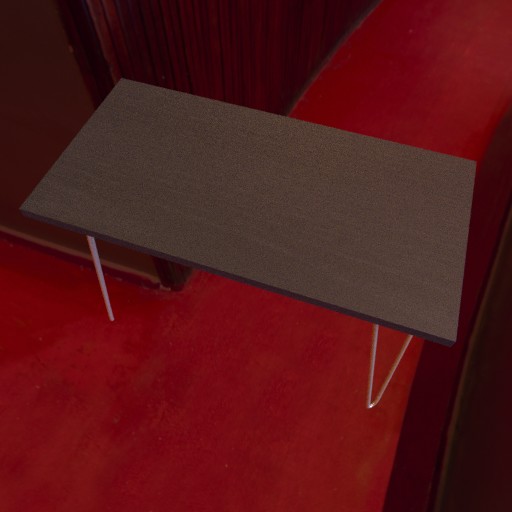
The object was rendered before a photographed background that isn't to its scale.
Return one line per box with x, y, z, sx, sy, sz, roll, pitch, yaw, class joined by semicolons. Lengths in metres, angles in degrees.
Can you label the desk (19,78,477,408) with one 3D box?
0.000;0.000;1.347;0.991;0.660;0.499;16;60;10;desk
